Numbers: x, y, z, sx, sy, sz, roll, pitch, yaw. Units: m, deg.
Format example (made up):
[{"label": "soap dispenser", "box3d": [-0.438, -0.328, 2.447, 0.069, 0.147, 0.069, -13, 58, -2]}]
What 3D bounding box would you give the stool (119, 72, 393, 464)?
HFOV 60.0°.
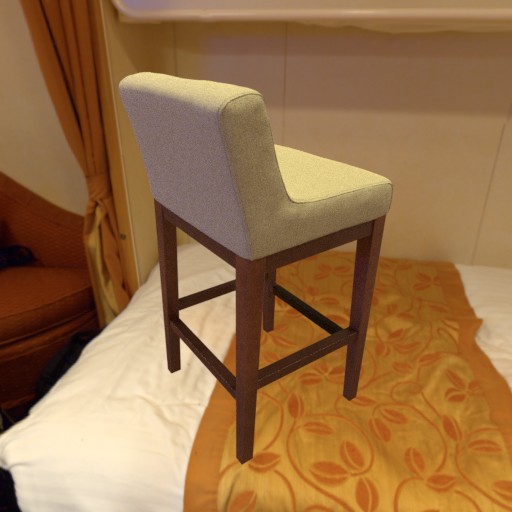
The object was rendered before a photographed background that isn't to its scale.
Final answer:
[{"label": "stool", "box3d": [0.000, 0.000, 1.230, 0.500, 0.937, 0.511, -17, 31, -31]}]
